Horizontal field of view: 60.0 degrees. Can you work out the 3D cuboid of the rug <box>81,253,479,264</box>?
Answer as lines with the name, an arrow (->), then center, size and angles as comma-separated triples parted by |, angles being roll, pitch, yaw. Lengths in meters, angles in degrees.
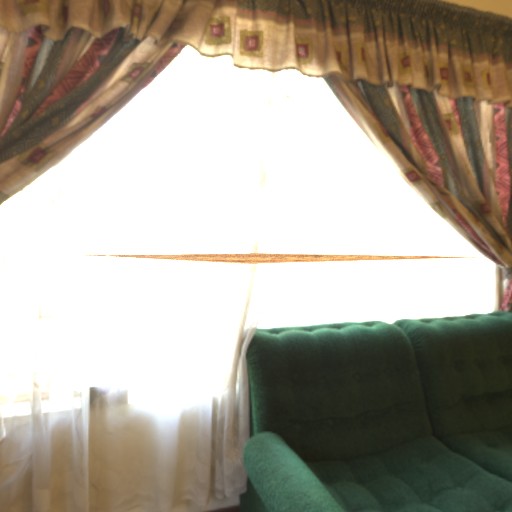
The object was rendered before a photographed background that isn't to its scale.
rug -> 0.000, 0.000, 4.129 | 2.454, 0.005, 3.067 | -1, 1, -37
